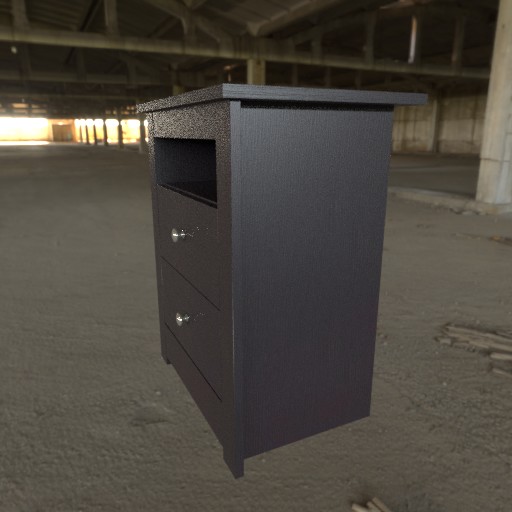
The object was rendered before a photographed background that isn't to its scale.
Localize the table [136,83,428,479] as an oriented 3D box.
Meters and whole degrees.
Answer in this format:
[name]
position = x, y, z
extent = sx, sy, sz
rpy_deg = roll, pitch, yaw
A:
[table]
position = 0.000, 0.000, 1.071
extent = 0.408, 0.711, 0.589
rpy_deg = -8, 17, -25
